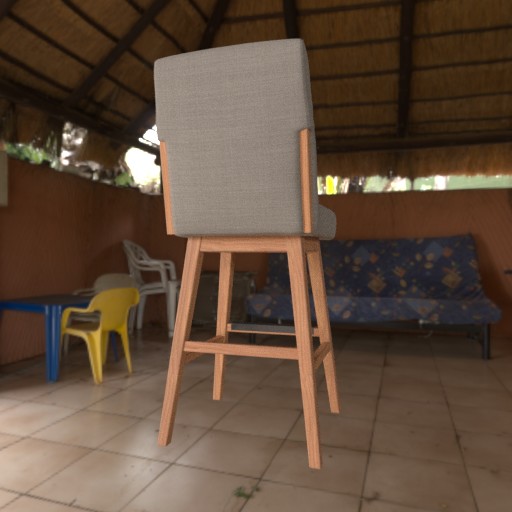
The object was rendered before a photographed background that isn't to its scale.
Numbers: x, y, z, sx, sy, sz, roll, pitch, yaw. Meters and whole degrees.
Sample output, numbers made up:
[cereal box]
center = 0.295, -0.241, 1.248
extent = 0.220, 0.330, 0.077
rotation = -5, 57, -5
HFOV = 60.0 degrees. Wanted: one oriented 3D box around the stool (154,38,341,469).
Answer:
[stool]
center = 0.000, 0.000, 1.417
extent = 0.483, 1.112, 0.570
rotation = 0, 1, 17
